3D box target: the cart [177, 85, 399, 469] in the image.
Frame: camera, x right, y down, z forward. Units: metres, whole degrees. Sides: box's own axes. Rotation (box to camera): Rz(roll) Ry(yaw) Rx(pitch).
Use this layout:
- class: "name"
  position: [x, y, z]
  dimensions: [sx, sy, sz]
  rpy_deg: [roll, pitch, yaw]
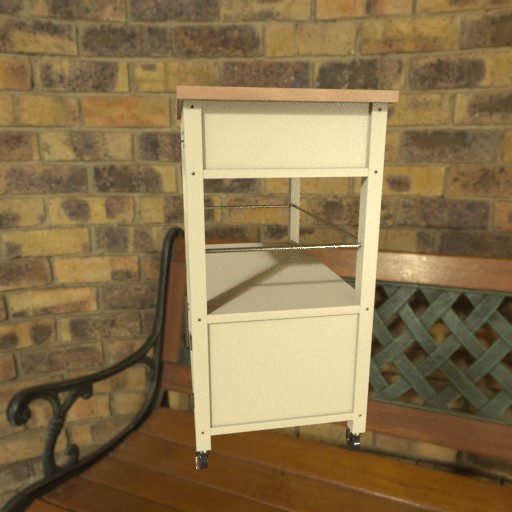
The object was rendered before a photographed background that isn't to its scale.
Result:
- class: "cart"
  position: [0.000, 0.000, 1.395]
  dimensions: [0.459, 0.901, 0.840]
  rpy_deg: [-2, 14, -10]
